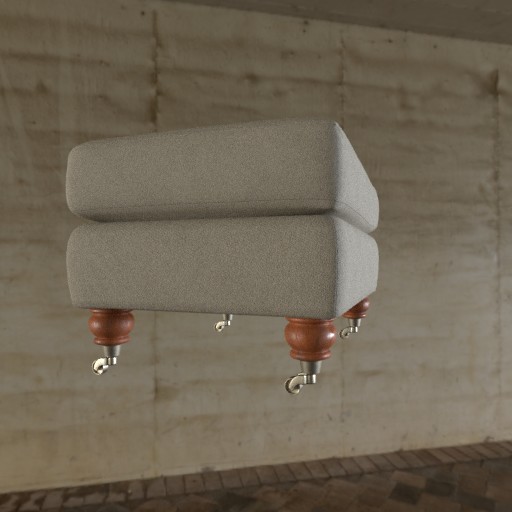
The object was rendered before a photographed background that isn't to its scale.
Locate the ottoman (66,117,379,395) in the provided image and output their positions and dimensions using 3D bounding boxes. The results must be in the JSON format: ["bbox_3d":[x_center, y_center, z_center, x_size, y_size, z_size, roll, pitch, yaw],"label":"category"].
[{"bbox_3d":[0.000,0.000,1.138,0.569,0.504,0.773,0,-1,20],"label":"ottoman"}]
